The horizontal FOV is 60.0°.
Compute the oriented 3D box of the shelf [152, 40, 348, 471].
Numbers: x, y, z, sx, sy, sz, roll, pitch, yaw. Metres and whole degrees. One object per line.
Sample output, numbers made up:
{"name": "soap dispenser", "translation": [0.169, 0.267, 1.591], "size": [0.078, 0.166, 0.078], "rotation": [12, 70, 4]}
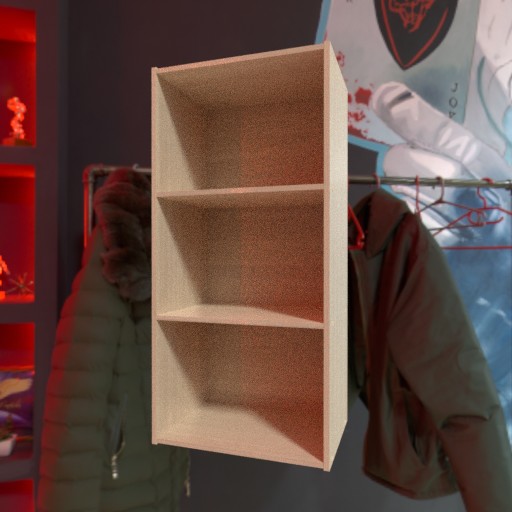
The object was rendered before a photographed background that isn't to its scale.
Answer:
{"name": "shelf", "translation": [0.000, 0.000, 1.106], "size": [0.417, 0.876, 0.292], "rotation": [0, 0, 19]}
